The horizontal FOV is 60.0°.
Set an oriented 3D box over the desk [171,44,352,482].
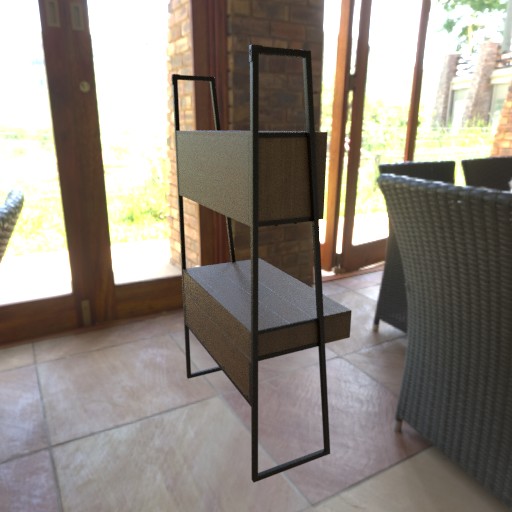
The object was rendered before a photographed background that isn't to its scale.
[{"bbox_3d":[0.000,0.000,2.275,0.515,1.809,0.982,-8,18,-25],"label":"desk"}]
